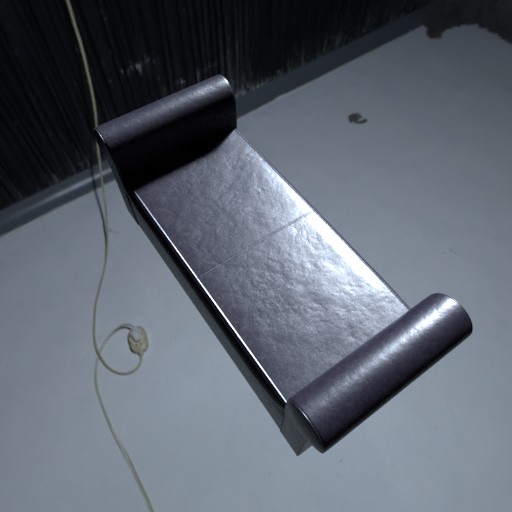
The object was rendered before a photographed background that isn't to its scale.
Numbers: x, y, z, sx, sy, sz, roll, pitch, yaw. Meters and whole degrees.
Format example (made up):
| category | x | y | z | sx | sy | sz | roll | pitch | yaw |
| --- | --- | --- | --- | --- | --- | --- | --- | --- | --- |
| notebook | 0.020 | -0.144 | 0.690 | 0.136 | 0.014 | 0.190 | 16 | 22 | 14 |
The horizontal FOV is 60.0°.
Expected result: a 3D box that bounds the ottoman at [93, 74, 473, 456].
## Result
| category | x | y | z | sx | sy | sz | roll | pitch | yaw |
| --- | --- | --- | --- | --- | --- | --- | --- | --- | --- |
| ottoman | 0.000 | 0.000 | 1.534 | 0.521 | 0.547 | 1.256 | -31 | 63 | -18 |
